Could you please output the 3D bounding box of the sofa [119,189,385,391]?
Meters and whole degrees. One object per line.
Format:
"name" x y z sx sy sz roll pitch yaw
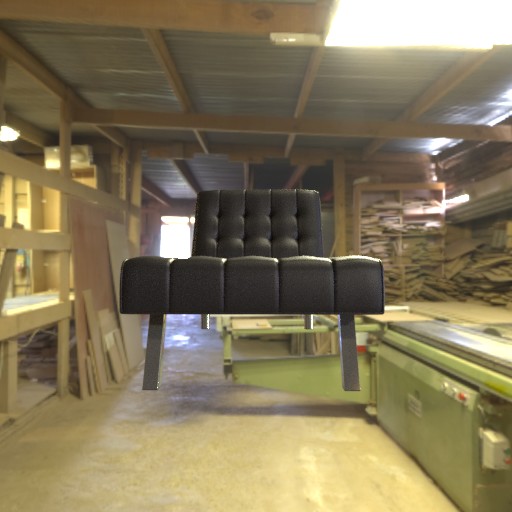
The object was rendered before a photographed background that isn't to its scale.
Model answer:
"sofa" 0.000 0.000 2.004 0.760 0.820 1.560 0 -1 1
